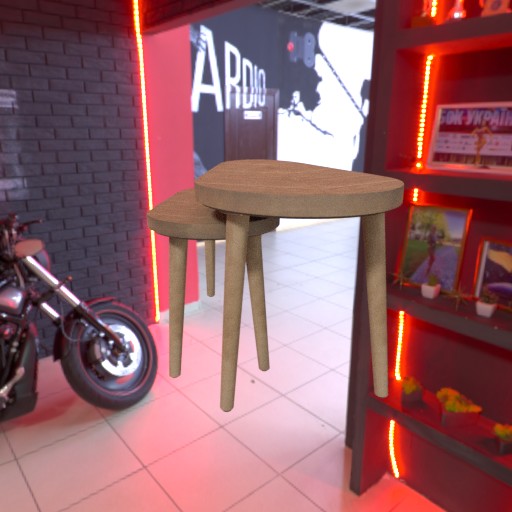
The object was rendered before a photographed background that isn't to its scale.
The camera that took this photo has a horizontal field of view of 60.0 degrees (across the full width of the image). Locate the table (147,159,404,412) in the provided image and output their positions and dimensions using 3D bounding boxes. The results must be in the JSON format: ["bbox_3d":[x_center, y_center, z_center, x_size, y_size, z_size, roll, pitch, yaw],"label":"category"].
[{"bbox_3d":[0.000,0.000,1.568,0.701,0.595,1.190,-2,16,-8],"label":"table"}]
